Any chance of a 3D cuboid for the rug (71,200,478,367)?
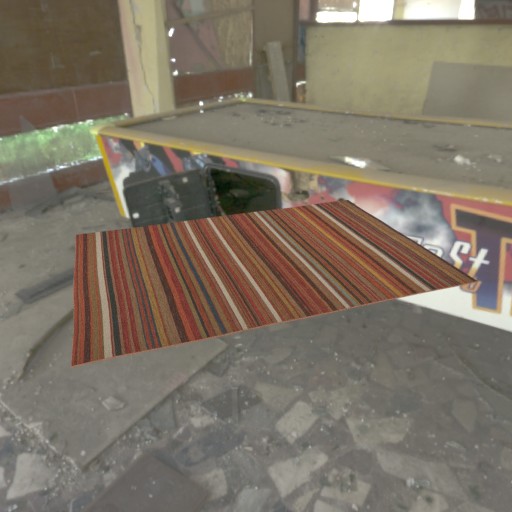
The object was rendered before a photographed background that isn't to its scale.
[{"bbox_3d":[0.000,0.000,2.364,1.828,0.007,1.217,-9,28,-17],"label":"rug"}]
